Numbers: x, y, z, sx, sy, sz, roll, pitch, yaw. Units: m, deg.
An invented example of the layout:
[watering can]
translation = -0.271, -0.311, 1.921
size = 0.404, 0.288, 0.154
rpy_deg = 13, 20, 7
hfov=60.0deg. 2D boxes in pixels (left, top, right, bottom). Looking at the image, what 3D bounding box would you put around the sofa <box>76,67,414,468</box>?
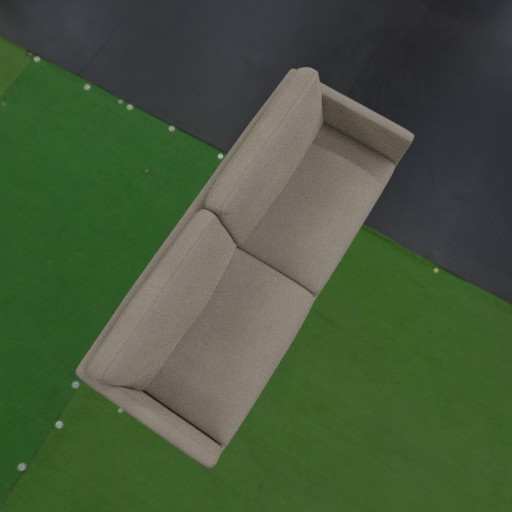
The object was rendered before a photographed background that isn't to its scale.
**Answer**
[sofa]
translation = 0.000, 0.000, 2.926
size = 0.988, 0.912, 2.404
rpy_deg = 32, 78, 8
